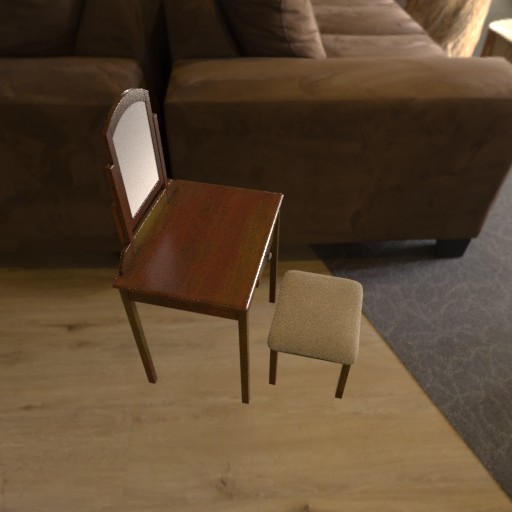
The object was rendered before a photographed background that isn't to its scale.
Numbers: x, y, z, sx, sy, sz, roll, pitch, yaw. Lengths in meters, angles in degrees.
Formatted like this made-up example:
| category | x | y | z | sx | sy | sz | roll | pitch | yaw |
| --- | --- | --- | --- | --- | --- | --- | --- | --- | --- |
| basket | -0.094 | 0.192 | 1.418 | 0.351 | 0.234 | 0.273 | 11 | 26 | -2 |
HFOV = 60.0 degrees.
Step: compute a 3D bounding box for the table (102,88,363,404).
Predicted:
| category | x | y | z | sx | sy | sz | roll | pitch | yaw |
| --- | --- | --- | --- | --- | --- | --- | --- | --- | --- |
| table | 0.000 | 0.000 | 2.329 | 1.211 | 1.631 | 0.876 | 9 | 45 | 9 |
